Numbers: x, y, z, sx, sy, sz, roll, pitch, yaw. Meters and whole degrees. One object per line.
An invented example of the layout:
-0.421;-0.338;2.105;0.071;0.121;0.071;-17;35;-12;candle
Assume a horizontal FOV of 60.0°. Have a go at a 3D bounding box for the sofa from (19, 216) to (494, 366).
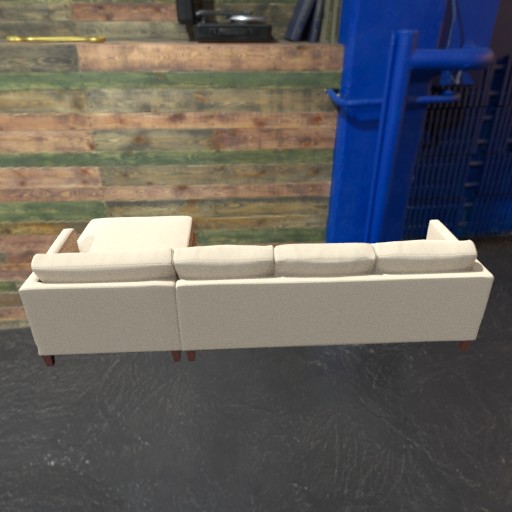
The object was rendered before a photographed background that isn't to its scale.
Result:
0.000;0.000;3.753;3.186;0.861;1.625;-2;30;-3;sofa
